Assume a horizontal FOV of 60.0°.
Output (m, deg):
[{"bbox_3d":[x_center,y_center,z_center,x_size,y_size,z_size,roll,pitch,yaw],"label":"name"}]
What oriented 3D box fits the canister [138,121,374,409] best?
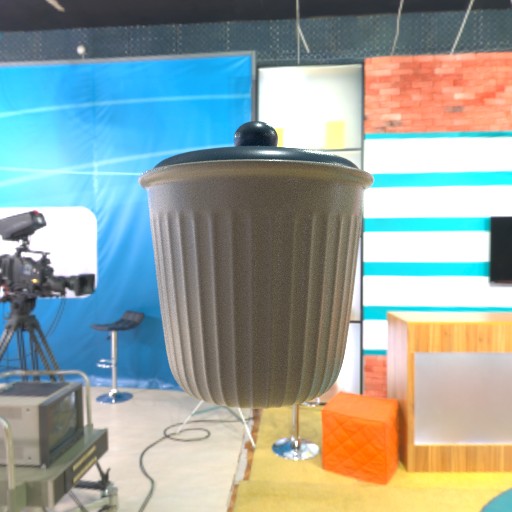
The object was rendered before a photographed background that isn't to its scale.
[{"bbox_3d":[0.000,0.000,0.353,0.181,0.211,0.181,0,1,0],"label":"canister"}]
